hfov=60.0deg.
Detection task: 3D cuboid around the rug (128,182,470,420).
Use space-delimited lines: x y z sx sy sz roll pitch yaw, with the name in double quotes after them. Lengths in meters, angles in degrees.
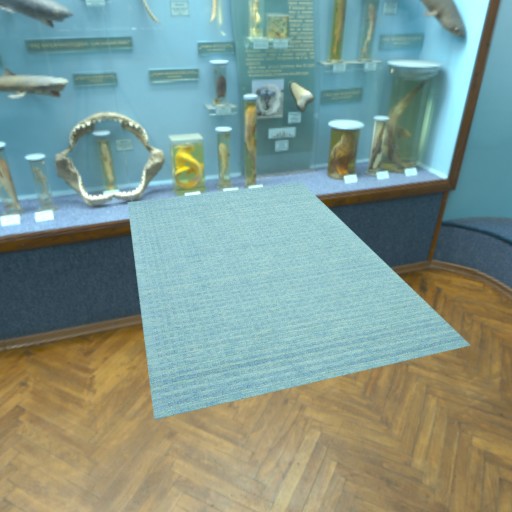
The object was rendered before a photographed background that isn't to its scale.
0.000 0.000 3.765 1.982 0.006 2.895 -9 32 -14 "rug"
